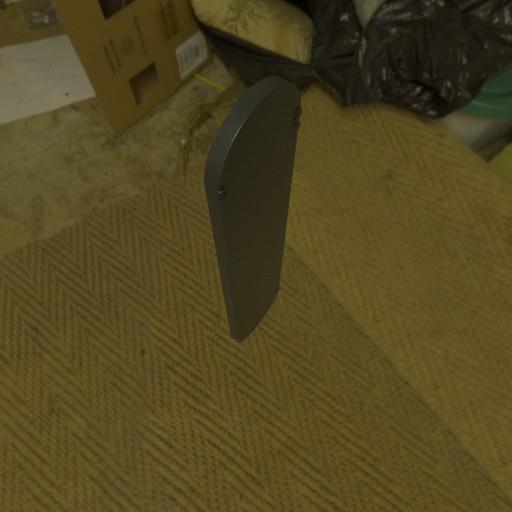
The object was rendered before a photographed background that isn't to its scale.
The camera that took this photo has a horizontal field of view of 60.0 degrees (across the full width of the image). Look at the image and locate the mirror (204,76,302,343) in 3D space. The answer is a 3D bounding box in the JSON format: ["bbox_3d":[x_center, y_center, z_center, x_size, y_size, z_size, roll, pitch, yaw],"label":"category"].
[{"bbox_3d":[0.000,0.000,1.061,0.032,0.991,0.222,33,68,16],"label":"mirror"}]
